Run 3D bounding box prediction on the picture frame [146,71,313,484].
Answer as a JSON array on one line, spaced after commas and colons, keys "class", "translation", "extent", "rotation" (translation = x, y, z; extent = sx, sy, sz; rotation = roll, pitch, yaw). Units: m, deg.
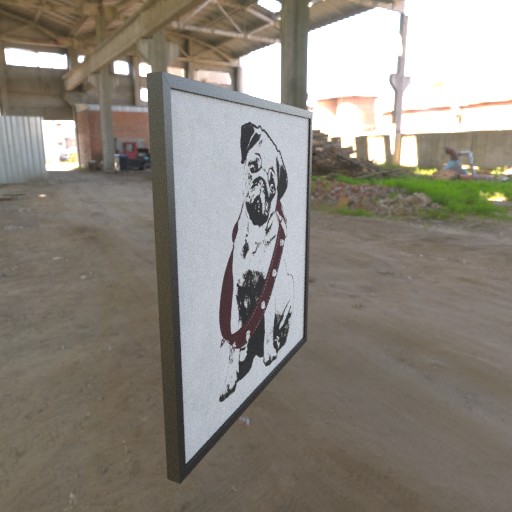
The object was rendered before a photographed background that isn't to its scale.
[{"class": "picture frame", "translation": [0.000, 0.000, 1.149], "extent": [0.032, 0.775, 0.775], "rotation": [6, 14, 25]}]
